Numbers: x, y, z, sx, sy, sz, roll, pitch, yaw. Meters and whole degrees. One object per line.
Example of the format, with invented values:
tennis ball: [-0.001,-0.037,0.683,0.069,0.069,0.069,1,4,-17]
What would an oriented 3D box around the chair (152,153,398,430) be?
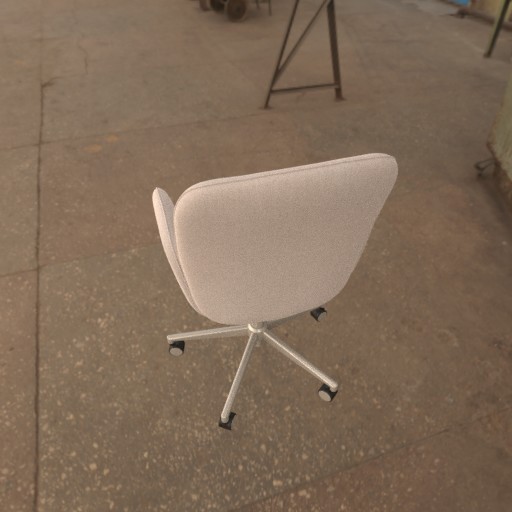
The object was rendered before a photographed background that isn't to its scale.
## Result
chair: [0.000,0.000,1.397,0.648,0.959,0.633,-11,43,-13]
